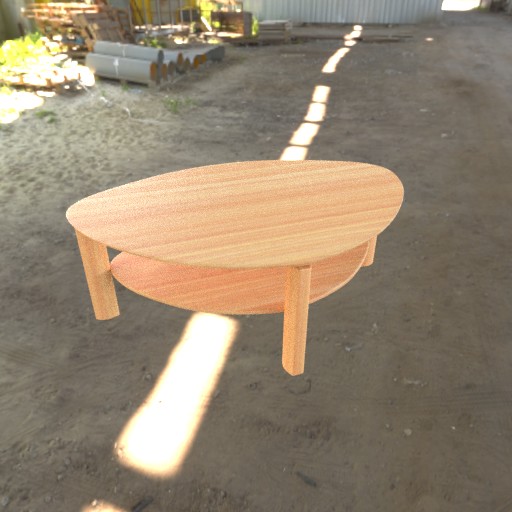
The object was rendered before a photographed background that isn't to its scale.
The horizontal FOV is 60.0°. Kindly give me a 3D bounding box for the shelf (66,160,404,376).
[{"bbox_3d":[0.000,0.000,1.657,1.246,0.440,0.845,-10,33,-17],"label":"shelf"}]
